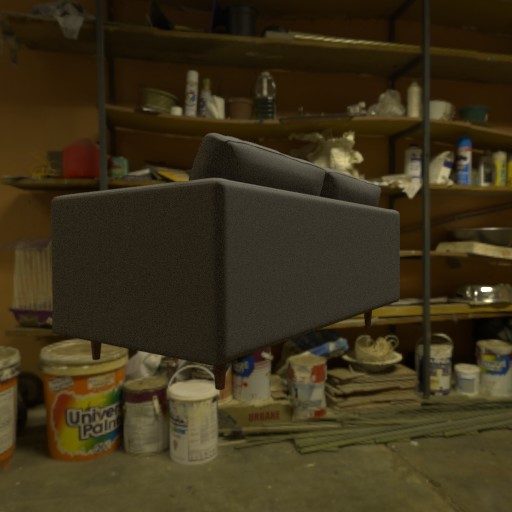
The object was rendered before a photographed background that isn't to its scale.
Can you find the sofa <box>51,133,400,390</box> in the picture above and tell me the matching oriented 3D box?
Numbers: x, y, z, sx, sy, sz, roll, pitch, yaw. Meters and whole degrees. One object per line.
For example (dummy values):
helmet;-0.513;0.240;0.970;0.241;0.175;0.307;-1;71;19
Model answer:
sofa;0.000;0.000;2.235;0.940;0.866;1.713;1;1;35
